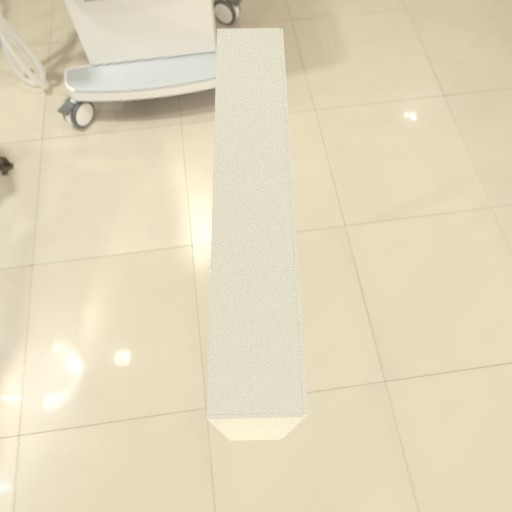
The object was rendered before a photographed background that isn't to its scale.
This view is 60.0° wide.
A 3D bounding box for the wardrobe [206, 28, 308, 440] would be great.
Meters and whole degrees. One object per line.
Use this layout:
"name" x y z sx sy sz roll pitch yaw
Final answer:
"wardrobe" 0.000 0.000 4.048 0.580 2.360 3.000 -1 65 0
